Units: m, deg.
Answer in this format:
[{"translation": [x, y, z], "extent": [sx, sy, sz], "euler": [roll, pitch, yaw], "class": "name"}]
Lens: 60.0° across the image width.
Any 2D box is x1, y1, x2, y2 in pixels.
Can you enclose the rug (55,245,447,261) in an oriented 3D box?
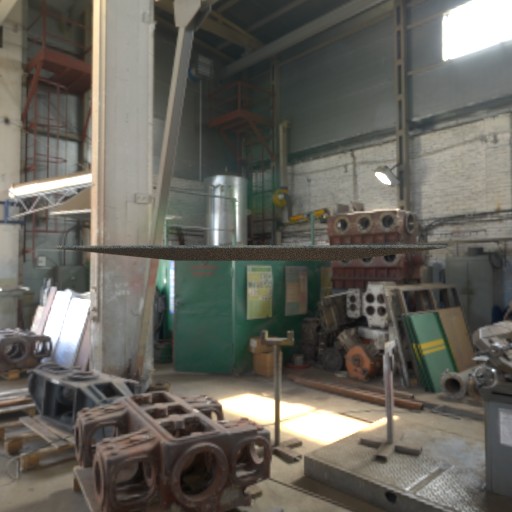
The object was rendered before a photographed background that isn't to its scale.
[{"translation": [0.000, 0.000, 2.318], "extent": [1.260, 0.009, 1.820], "euler": [0, -2, 2], "class": "rug"}]
